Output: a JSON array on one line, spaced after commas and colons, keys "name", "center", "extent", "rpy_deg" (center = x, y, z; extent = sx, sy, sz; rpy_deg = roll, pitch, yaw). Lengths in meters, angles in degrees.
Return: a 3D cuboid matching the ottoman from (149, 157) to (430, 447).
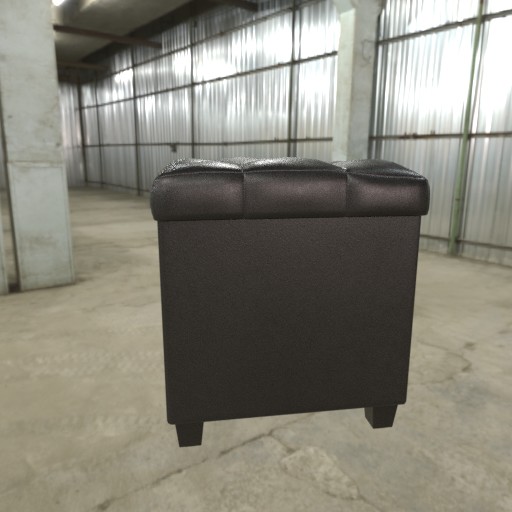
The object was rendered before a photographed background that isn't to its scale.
[{"name": "ottoman", "center": [0.000, 0.000, 1.082], "extent": [0.432, 0.470, 0.838], "rpy_deg": [-2, 13, -9]}]
